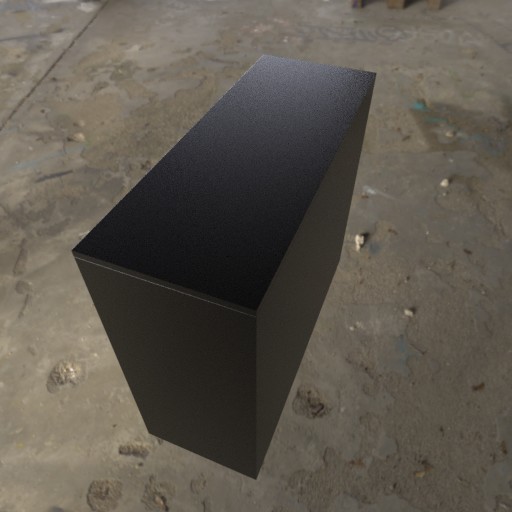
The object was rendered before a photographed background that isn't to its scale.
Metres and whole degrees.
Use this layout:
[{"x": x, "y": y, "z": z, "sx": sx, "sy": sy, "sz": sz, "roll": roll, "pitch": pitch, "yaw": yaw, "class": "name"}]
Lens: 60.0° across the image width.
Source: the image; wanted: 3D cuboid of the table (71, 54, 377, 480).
[{"x": 0.000, "y": 0.000, "z": 1.323, "sx": 0.380, "sy": 0.790, "sz": 0.930, "roll": 16, "pitch": 48, "yaw": 15, "class": "table"}]
